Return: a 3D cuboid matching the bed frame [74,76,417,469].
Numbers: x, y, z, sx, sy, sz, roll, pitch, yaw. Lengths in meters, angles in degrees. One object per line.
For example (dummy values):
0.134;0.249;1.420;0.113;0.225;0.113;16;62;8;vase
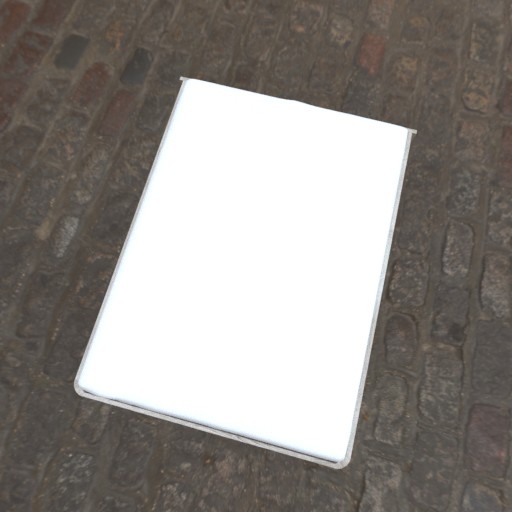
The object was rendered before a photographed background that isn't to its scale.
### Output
0.000;0.000;2.576;1.490;0.462;1.950;14;75;4;bed frame
